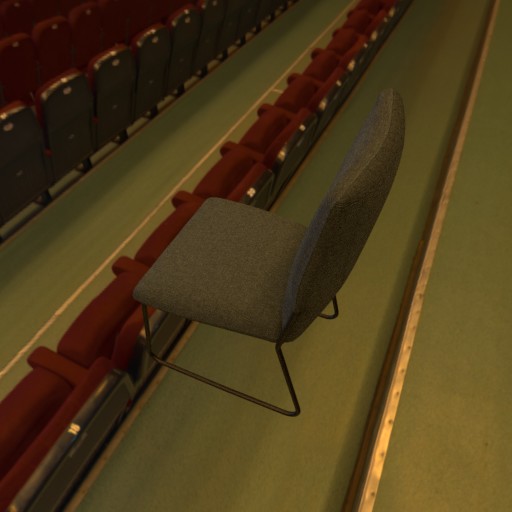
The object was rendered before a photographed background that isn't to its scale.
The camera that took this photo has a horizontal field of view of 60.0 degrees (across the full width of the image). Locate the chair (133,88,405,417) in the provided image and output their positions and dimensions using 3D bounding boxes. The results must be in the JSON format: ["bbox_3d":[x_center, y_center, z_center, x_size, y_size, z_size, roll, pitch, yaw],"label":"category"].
[{"bbox_3d":[0.000,0.000,1.289,0.635,0.931,0.480,18,50,16],"label":"chair"}]
